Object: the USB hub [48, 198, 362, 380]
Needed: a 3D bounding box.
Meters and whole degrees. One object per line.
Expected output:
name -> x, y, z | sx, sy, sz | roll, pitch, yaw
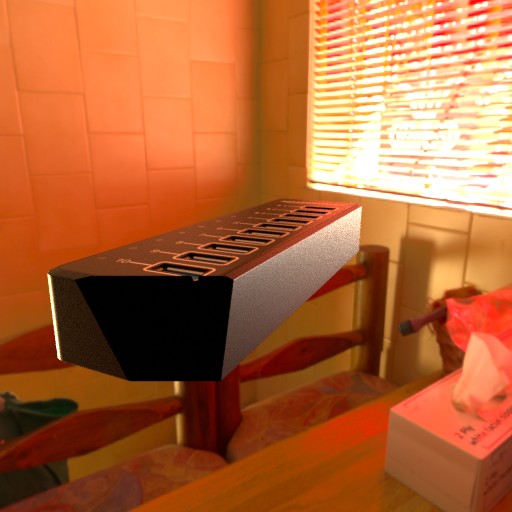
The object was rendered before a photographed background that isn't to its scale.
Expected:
USB hub -> 0.000, 0.000, 0.161 | 0.044, 0.023, 0.145 | 7, 17, 25
